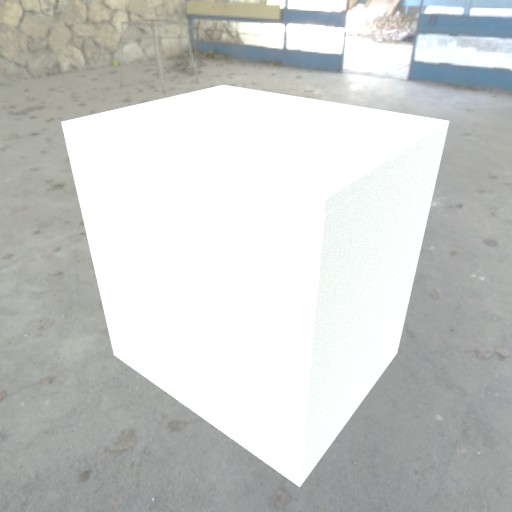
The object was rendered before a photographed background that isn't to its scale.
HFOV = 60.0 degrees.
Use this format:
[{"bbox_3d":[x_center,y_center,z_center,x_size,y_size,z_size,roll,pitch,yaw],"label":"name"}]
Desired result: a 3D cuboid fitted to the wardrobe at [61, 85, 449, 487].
[{"bbox_3d":[0.000,0.000,0.865,0.500,0.520,0.400,22,38,32],"label":"wardrobe"}]
